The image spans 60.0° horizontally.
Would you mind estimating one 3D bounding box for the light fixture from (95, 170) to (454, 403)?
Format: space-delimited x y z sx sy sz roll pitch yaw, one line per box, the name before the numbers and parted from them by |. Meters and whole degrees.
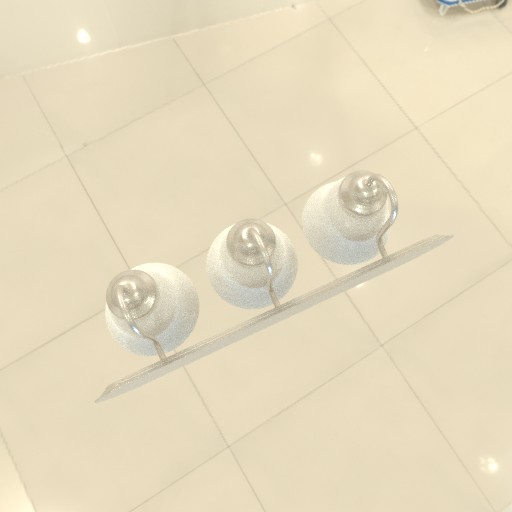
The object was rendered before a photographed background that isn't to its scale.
light fixture | 0.000 0.000 0.687 0.610 0.222 0.199 -24 76 -6
